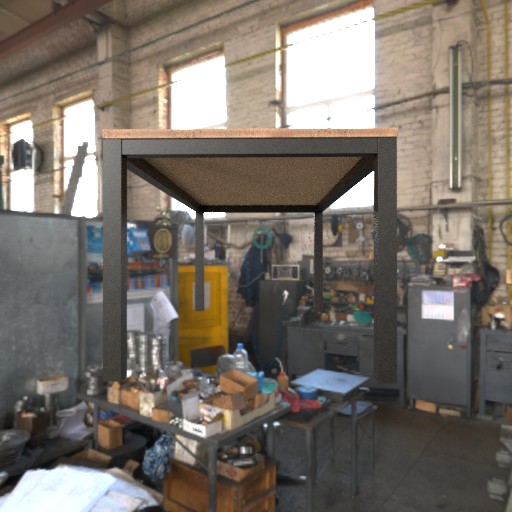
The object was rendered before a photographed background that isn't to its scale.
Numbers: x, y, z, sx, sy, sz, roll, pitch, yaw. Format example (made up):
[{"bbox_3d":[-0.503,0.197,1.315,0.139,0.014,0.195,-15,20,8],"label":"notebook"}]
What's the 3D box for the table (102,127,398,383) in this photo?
[{"bbox_3d":[0.000,0.000,2.239,0.893,0.767,1.805,0,0,1],"label":"table"}]
